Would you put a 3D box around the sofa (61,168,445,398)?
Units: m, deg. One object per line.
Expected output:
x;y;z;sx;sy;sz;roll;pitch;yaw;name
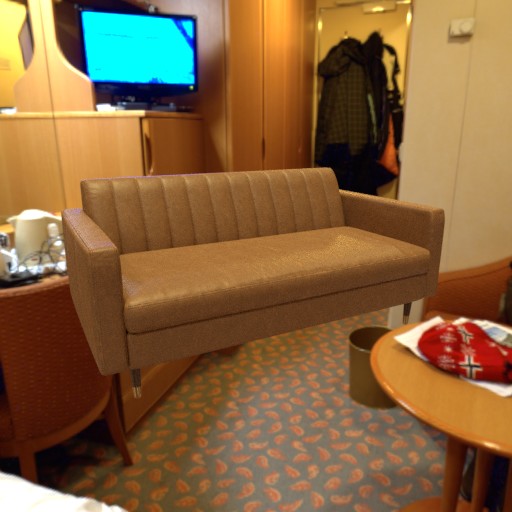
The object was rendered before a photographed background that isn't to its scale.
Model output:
0.000;0.000;2.399;1.847;0.821;0.993;-8;18;-27;sofa
